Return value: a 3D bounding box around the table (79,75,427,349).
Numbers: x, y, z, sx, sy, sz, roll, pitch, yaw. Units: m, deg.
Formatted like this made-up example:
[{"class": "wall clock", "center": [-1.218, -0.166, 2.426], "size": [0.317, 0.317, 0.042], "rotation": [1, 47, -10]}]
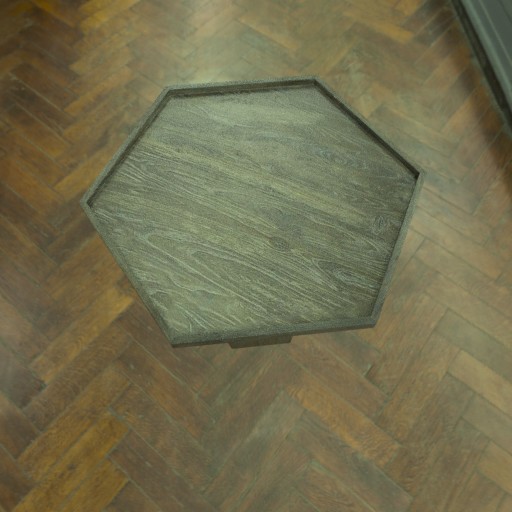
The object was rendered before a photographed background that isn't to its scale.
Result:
[{"class": "table", "center": [0.000, 0.000, 1.124], "size": [0.592, 0.586, 0.683], "rotation": [-33, 67, -16]}]
